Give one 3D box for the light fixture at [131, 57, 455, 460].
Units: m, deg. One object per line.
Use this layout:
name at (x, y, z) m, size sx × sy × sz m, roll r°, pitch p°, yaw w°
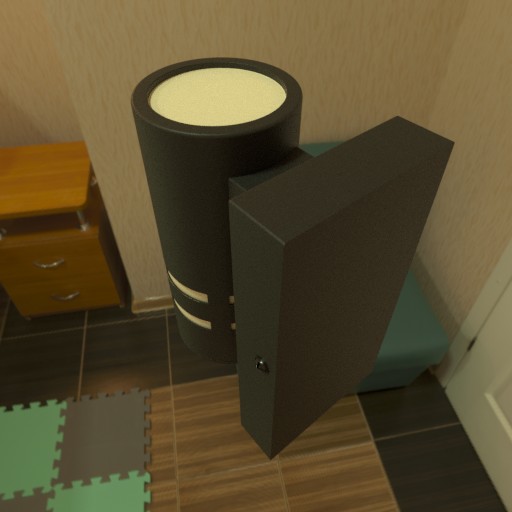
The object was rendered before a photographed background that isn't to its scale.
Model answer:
light fixture at (0.000, 0.000, 0.257) m, size 0.098 × 0.179 × 0.138 m, roll -31°, pitch 53°, yaw -27°
